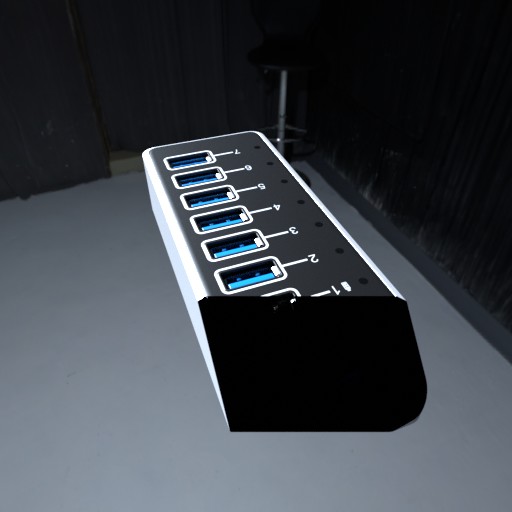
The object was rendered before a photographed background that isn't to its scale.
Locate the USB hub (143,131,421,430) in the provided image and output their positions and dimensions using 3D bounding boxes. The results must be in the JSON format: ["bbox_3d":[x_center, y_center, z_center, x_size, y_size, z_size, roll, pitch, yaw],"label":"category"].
[{"bbox_3d":[0.000,0.000,0.128,0.044,0.023,0.110,-14,43,-15],"label":"USB hub"}]
